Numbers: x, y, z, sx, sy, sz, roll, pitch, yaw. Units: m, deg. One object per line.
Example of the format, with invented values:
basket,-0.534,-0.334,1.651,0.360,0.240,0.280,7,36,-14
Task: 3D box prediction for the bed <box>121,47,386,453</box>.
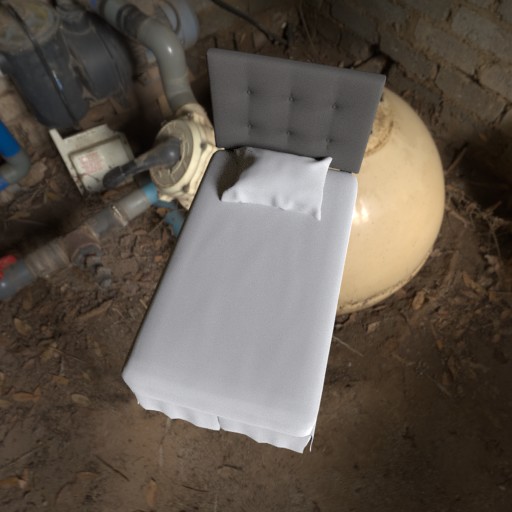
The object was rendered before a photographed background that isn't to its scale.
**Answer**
bed,0.000,0.000,2.923,1.261,1.571,1.997,12,59,7
